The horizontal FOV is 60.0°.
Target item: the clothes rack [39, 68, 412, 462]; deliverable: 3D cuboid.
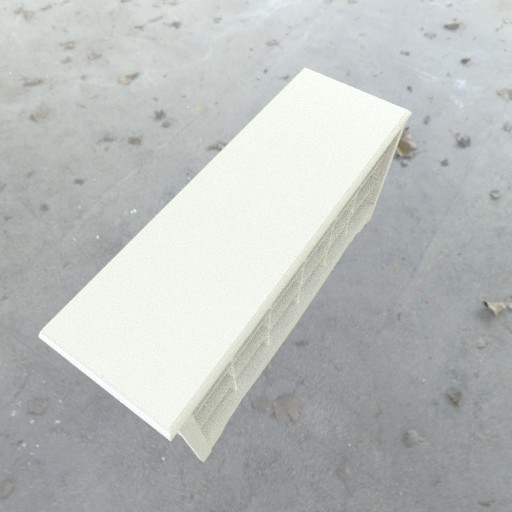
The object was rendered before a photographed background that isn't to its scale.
[{"bbox_3d":[0.000,0.000,1.470,0.405,0.558,1.218,30,63,17],"label":"clothes rack"}]
